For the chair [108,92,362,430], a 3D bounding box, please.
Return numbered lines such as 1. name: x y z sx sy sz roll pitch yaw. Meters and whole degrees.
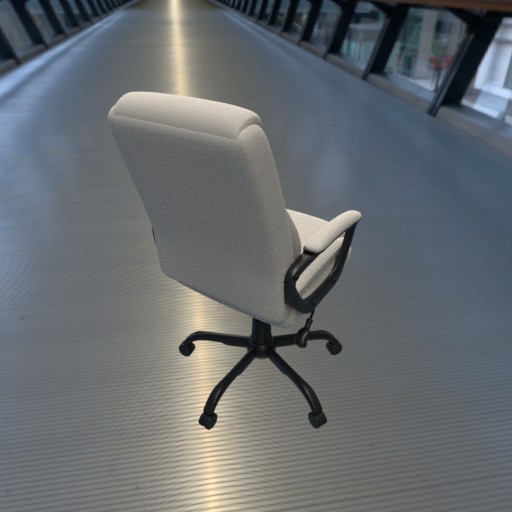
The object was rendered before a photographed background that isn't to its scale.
1. chair: 0.000 0.000 1.428 0.663 1.065 0.669 20 36 30
